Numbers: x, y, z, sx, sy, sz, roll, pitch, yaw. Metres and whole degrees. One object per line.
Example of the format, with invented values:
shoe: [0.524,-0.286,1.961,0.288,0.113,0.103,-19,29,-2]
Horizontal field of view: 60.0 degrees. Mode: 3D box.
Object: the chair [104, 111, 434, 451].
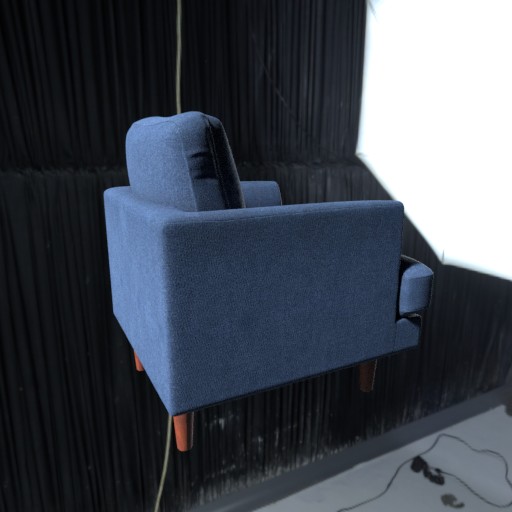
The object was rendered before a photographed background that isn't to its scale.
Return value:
chair: [0.000,0.000,1.596,0.899,0.957,0.858,-7,16,-26]
